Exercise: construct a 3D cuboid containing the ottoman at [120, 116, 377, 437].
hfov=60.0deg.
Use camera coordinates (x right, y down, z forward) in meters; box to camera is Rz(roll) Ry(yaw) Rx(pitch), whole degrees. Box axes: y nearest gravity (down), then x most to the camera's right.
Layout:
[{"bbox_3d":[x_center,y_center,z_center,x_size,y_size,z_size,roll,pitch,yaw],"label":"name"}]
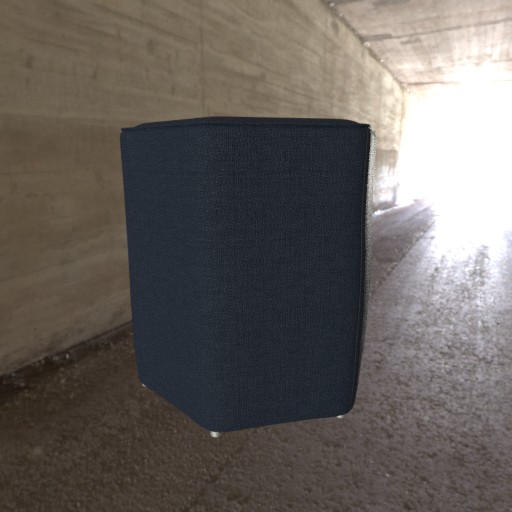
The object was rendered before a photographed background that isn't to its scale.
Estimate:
[{"bbox_3d":[0.000,0.000,0.886,0.492,0.505,0.454,-2,13,-9],"label":"ottoman"}]
